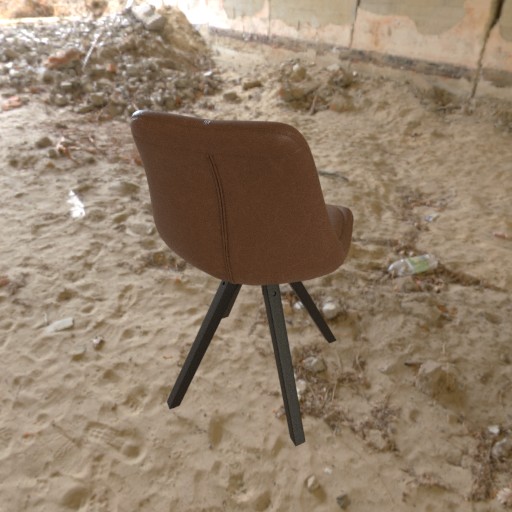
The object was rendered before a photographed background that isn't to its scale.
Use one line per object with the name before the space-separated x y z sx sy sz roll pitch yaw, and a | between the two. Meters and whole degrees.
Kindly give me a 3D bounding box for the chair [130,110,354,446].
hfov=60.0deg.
chair | 0.000 0.000 1.164 0.475 0.850 0.550 10 34 16
